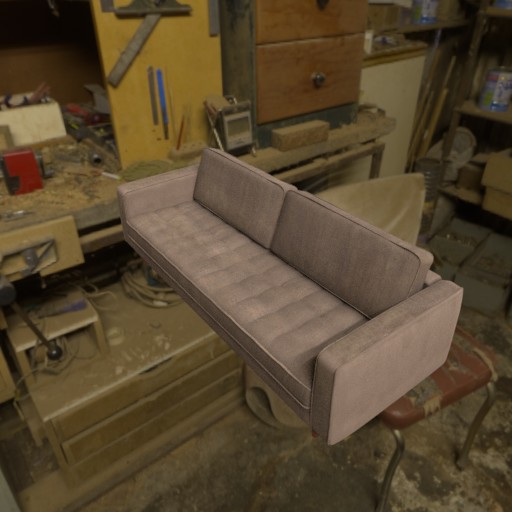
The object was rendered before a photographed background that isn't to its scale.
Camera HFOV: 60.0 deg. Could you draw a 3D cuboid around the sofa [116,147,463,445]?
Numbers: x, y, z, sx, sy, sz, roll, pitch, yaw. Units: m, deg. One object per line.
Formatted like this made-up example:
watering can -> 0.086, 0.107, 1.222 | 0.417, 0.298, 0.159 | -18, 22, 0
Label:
sofa -> 0.000, 0.000, 2.795 | 0.923, 0.813, 2.295 | -22, 38, -30
